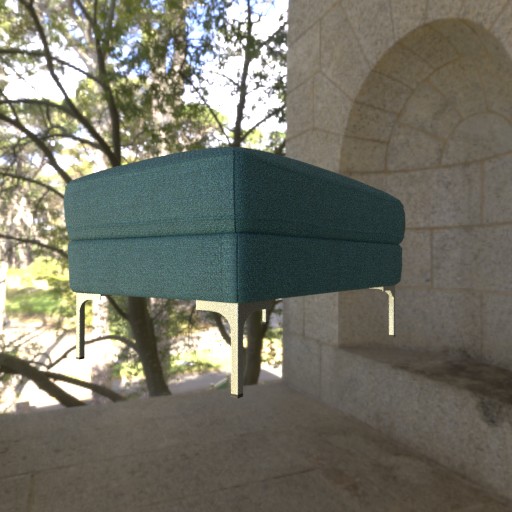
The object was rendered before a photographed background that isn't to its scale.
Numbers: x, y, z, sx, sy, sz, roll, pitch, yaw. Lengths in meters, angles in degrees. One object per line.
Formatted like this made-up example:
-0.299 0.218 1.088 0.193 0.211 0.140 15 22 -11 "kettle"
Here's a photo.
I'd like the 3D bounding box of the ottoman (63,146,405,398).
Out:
0.000 0.000 1.221 0.563 0.498 0.856 0 -1 37 "ottoman"
